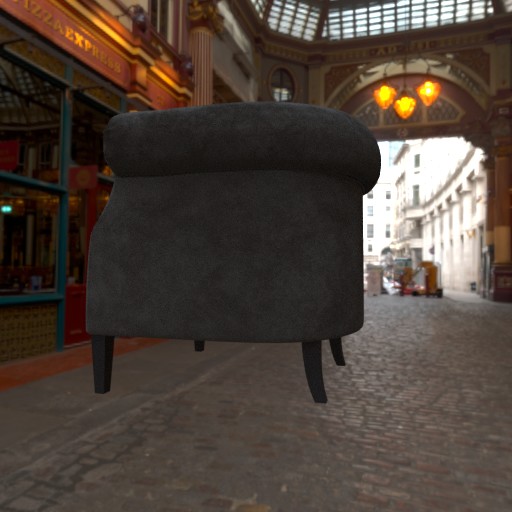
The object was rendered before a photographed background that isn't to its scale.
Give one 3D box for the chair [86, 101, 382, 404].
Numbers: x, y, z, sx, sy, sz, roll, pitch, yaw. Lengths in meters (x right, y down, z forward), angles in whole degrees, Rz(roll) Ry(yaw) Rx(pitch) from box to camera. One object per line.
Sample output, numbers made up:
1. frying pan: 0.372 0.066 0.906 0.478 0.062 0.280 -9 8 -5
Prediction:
1. chair: 0.000 0.000 1.552 0.851 0.826 0.904 0 -2 17
